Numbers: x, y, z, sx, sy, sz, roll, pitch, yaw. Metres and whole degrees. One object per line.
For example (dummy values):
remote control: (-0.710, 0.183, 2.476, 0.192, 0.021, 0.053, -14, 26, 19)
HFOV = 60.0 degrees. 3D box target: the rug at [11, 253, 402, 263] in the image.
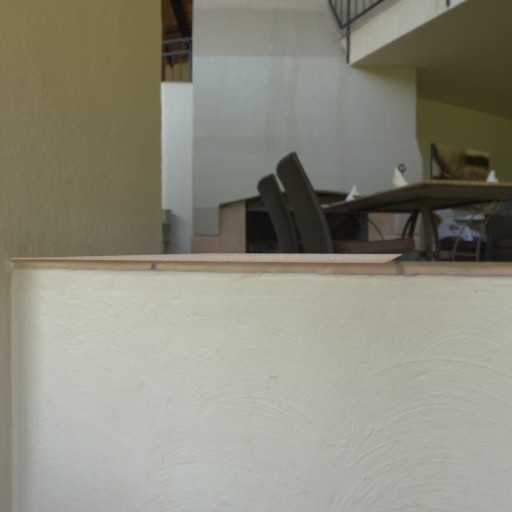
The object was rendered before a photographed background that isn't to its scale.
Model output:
rug: (0.000, 0.000, 4.005, 2.436, 0.011, 3.045, 0, 1, 20)
